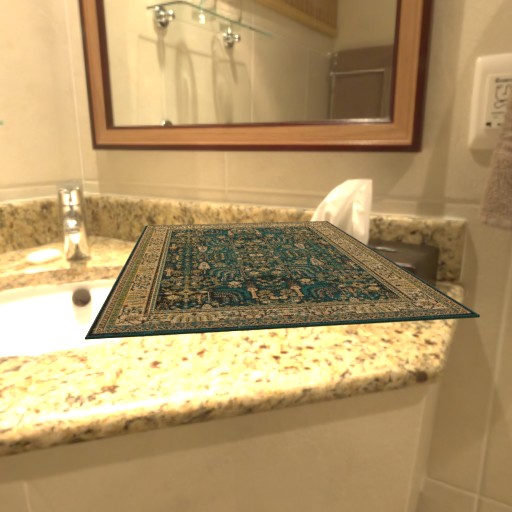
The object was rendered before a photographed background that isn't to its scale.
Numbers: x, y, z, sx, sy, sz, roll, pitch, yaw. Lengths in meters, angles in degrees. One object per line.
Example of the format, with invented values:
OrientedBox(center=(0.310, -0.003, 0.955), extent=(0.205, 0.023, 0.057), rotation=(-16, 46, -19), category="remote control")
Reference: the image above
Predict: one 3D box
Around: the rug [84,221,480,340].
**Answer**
OrientedBox(center=(0.000, 0.000, 2.815), extent=(1.594, 0.013, 2.213), rotation=(-2, 15, -8), category="rug")
